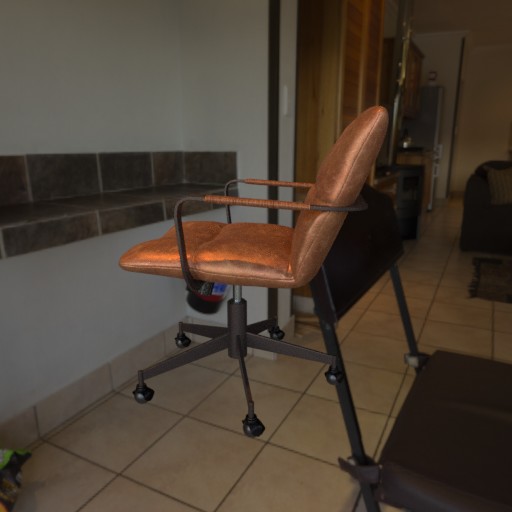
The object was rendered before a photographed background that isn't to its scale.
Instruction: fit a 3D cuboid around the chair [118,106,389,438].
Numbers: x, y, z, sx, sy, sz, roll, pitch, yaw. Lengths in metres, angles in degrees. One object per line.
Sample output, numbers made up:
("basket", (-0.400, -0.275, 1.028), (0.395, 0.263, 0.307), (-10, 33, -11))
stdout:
("chair", (0.000, 0.000, 1.502), (0.754, 0.922, 0.727), (2, 14, 8))
